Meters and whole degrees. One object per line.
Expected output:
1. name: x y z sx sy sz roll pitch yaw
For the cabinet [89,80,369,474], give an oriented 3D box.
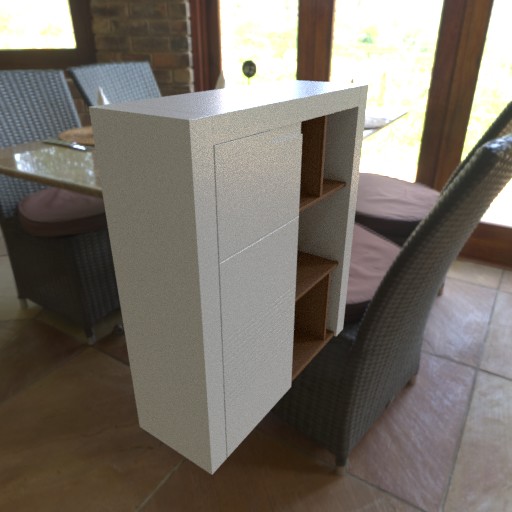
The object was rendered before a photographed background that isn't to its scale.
1. cabinet: 0.000 0.000 1.659 0.348 1.150 0.990 17 31 31
